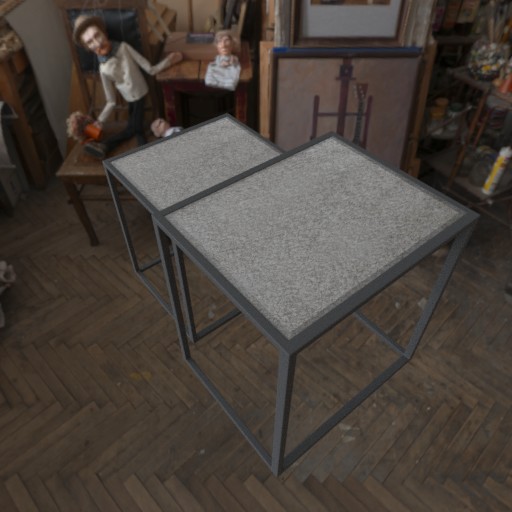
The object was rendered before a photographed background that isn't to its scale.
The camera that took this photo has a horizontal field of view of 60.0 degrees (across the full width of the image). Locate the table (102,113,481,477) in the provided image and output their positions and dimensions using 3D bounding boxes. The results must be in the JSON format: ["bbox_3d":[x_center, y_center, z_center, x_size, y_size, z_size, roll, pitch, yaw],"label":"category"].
[{"bbox_3d":[0.000,0.000,1.174,0.508,0.540,0.788,-30,53,-26],"label":"table"}]
